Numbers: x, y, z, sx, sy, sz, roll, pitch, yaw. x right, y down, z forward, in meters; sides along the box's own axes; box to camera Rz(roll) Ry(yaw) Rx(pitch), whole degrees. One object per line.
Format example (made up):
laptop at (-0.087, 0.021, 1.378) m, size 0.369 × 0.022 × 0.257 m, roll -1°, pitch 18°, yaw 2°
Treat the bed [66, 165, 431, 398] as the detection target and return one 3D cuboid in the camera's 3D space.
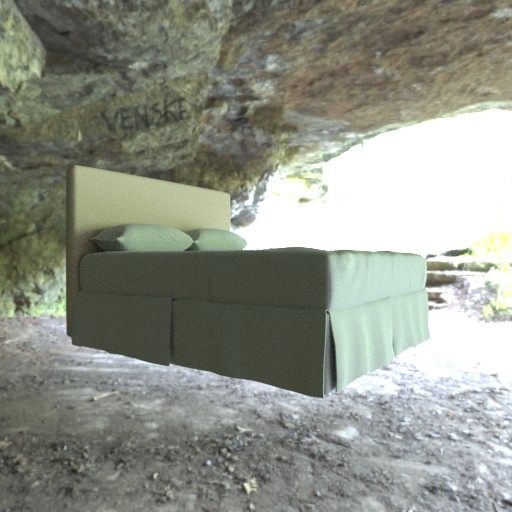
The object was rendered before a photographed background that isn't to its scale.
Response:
bed at (0.000, 0.000, 3.334) m, size 2.142 × 1.330 × 1.884 m, roll 0°, pitch 0°, yaw 35°
